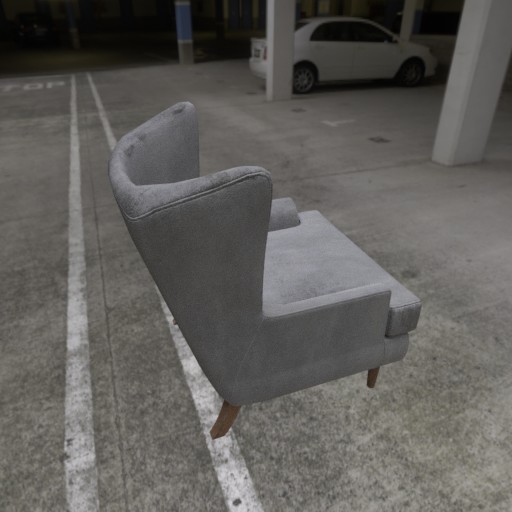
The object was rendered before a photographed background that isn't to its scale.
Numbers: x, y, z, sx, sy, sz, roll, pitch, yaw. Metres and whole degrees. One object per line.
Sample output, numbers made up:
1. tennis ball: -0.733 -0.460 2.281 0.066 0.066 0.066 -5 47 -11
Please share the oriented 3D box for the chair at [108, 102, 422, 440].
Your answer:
1. chair: 0.000 0.000 1.599 0.906 0.950 0.784 -11 33 -18
